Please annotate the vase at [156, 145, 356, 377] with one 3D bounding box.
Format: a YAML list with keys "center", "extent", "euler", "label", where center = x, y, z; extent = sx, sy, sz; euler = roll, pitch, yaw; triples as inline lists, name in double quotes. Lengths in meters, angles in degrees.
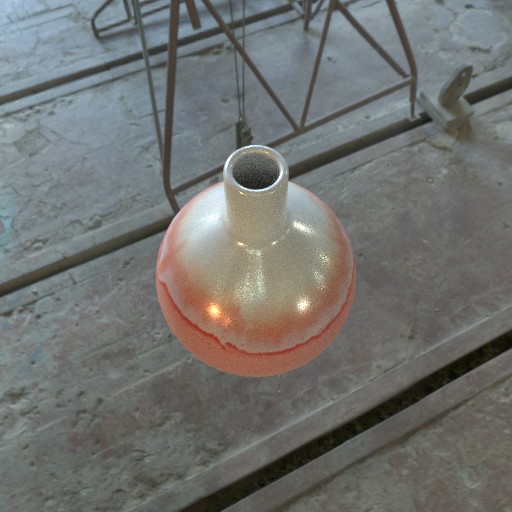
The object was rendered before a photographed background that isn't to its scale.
- center: [0.000, 0.000, 0.283]
  extent: [0.137, 0.176, 0.137]
  euler: [0, 63, 0]
  label: "vase"
